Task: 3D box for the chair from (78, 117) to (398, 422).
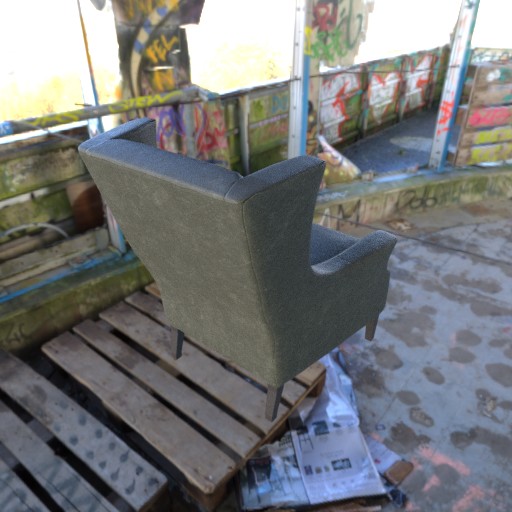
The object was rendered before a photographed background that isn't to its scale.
[{"bbox_3d":[0.000,0.000,1.719,0.853,1.016,0.926,22,37,33],"label":"chair"}]
